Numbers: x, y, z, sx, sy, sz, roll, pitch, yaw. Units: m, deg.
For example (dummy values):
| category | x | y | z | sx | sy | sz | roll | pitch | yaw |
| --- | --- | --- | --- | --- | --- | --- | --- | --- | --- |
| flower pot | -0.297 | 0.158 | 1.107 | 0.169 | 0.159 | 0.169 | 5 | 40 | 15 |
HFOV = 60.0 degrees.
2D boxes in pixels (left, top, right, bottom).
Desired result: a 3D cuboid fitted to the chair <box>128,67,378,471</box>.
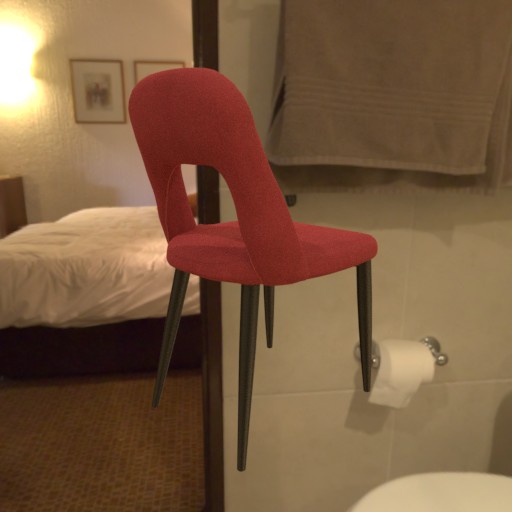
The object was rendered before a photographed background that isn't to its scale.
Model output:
| category | x | y | z | sx | sy | sz | roll | pitch | yaw |
| --- | --- | --- | --- | --- | --- | --- | --- | --- | --- |
| chair | 0.000 | 0.000 | 1.210 | 0.569 | 0.892 | 0.483 | -14 | 20 | -43 |
